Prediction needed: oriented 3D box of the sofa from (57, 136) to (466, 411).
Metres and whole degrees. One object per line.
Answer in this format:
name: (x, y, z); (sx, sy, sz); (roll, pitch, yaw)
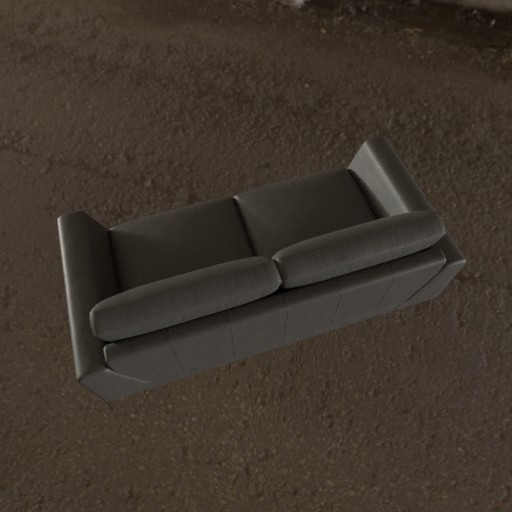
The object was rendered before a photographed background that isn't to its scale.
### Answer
sofa: (0.000, 0.000, 2.503); (2.017, 0.875, 0.953); (-16, 61, -9)
